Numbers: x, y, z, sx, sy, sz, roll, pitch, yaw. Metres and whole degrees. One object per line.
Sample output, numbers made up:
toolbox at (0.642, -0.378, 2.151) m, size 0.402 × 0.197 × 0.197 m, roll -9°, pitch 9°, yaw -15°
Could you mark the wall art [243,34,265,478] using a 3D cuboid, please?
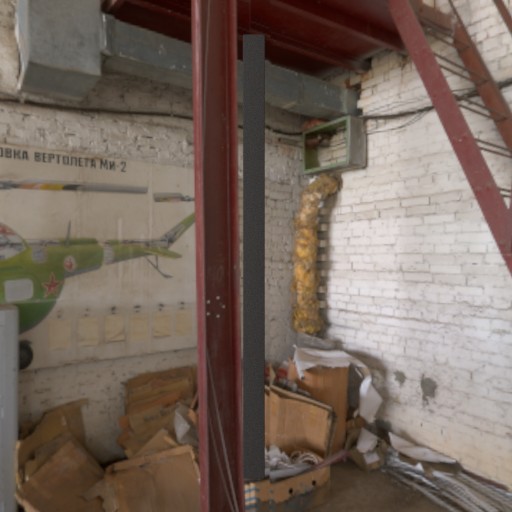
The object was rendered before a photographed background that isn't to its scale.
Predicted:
wall art at (0.000, 0.000, 1.141) m, size 0.037 × 0.763 × 0.763 m, roll 0°, pitch 0°, yaw 1°
